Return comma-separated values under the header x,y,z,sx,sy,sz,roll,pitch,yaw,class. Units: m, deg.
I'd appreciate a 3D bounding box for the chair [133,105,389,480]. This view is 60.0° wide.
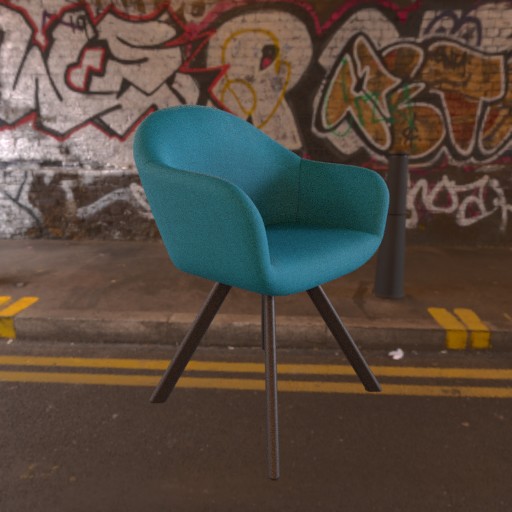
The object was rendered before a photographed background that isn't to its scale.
x,y,z,sx,sy,sz,roll,pitch,yaw,class
0.000,0.000,1.189,0.550,0.795,0.590,12,18,41,chair
